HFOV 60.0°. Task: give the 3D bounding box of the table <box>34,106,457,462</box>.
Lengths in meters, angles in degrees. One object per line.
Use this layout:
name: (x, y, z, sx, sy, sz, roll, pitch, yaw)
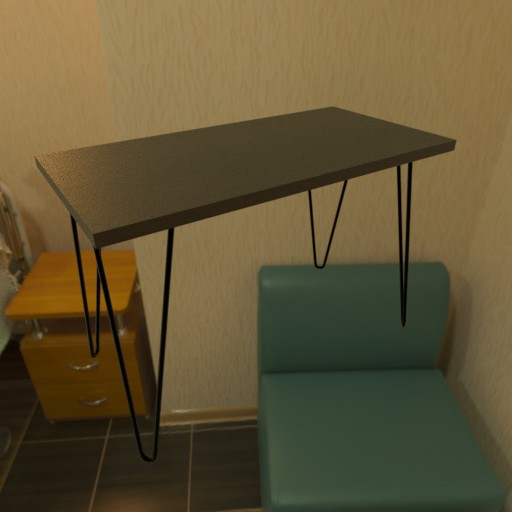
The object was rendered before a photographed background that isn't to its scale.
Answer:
table: (0.000, 0.000, 1.326, 0.991, 0.660, 0.499, -19, 36, -28)
